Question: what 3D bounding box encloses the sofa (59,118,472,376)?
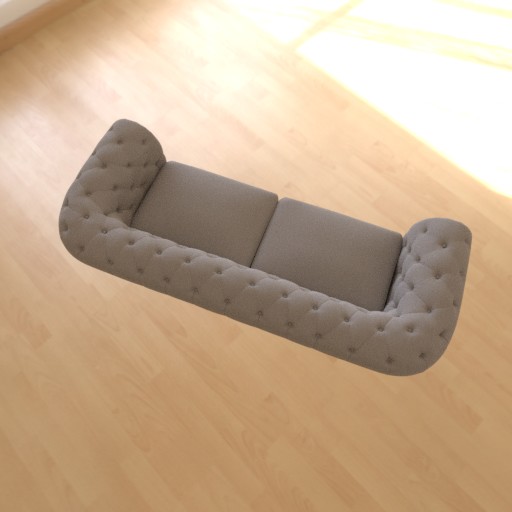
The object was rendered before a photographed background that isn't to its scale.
[{"bbox_3d":[0.000,0.000,2.840,2.411,0.749,0.991,19,67,9],"label":"sofa"}]
